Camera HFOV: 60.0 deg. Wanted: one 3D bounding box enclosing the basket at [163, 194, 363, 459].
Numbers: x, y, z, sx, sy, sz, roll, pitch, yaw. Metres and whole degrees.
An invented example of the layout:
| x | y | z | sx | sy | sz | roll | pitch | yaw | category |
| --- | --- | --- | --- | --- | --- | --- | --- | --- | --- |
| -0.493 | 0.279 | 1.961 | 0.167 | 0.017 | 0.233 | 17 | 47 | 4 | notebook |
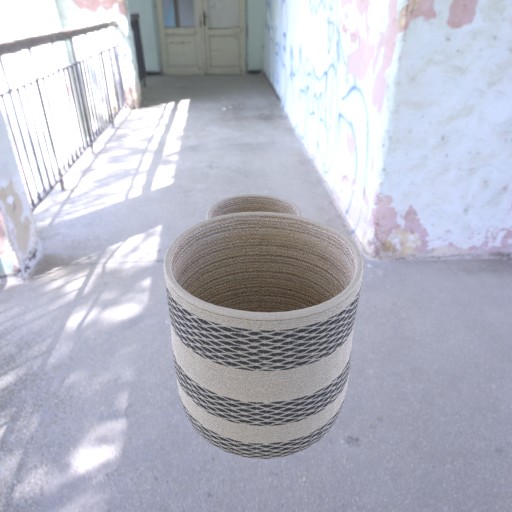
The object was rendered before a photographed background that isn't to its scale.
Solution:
| x | y | z | sx | sy | sz | roll | pitch | yaw | category |
| --- | --- | --- | --- | --- | --- | --- | --- | --- | --- |
| 0.000 | 0.000 | 1.112 | 0.351 | 0.356 | 0.917 | -1 | 31 | -2 | basket |
